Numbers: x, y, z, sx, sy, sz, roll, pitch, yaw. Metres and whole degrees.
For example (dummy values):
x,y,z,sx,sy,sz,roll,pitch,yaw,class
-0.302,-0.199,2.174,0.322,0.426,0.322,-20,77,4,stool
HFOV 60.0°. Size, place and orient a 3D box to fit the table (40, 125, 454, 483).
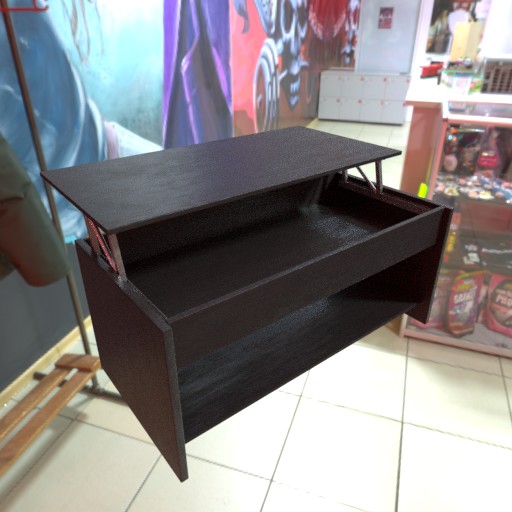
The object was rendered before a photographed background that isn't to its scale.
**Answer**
x,y,z,sx,sy,sz,roll,pitch,yaw,class
0.000,0.000,1.414,1.000,0.570,0.712,-20,34,-33,table
